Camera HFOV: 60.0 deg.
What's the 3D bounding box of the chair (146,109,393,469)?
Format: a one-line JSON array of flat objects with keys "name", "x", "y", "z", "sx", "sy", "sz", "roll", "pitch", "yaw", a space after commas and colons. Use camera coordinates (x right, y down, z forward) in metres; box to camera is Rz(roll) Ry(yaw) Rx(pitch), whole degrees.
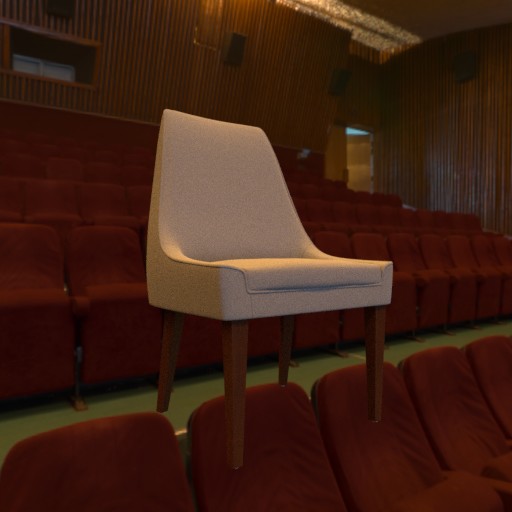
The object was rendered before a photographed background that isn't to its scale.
[{"name": "chair", "x": 0.000, "y": 0.000, "z": 1.215, "sx": 0.529, "sy": 0.861, "sz": 0.544, "roll": 0, "pitch": 0, "yaw": -35}]
